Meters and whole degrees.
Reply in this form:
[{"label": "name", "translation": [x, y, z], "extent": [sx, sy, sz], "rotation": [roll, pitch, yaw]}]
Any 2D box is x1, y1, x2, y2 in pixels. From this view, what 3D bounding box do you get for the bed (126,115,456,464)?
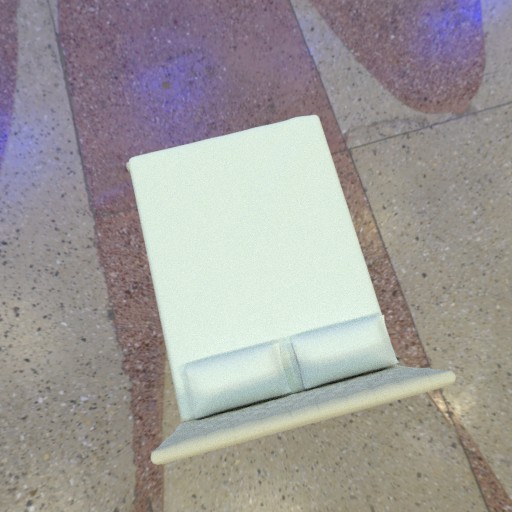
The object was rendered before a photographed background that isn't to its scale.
[{"label": "bed", "translation": [0.000, 0.000, 3.259], "extent": [1.696, 1.426, 2.233], "rotation": [-14, 78, -3]}]
